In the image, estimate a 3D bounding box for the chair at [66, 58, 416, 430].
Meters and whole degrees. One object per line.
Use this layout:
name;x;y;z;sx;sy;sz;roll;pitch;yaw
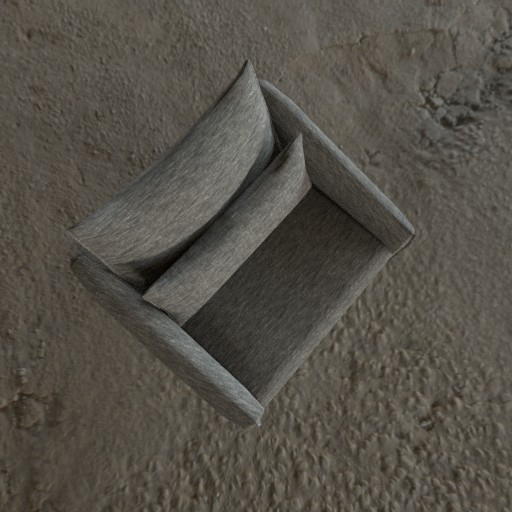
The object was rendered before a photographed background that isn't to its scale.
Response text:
chair;0.000;0.000;1.645;0.805;0.842;1.004;41;78;10
